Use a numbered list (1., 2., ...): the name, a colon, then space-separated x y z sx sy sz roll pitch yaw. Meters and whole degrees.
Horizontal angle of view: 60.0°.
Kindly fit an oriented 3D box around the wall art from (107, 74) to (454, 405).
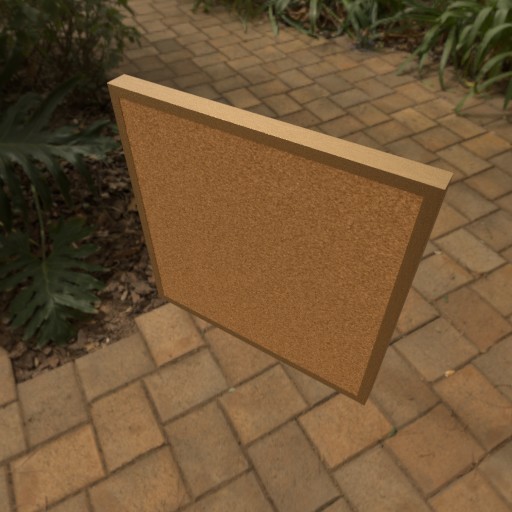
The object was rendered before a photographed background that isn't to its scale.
1. wall art: 0.000 0.000 0.771 0.510 0.509 0.037 24 50 22
